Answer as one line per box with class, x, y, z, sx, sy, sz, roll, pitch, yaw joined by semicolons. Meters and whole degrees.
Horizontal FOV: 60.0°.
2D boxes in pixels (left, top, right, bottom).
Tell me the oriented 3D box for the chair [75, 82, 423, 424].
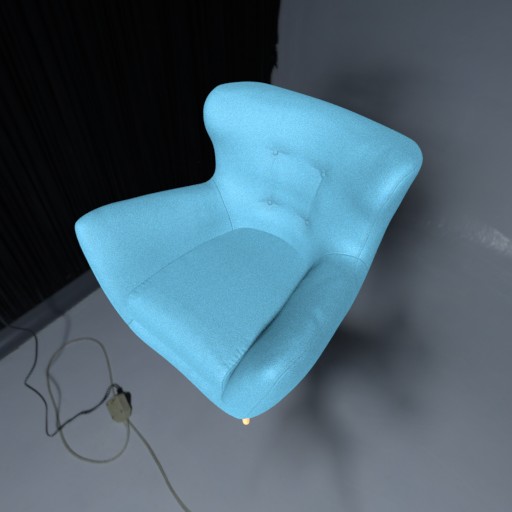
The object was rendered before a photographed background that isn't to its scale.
chair;0.000;0.000;1.597;0.890;0.889;0.889;32;53;28
